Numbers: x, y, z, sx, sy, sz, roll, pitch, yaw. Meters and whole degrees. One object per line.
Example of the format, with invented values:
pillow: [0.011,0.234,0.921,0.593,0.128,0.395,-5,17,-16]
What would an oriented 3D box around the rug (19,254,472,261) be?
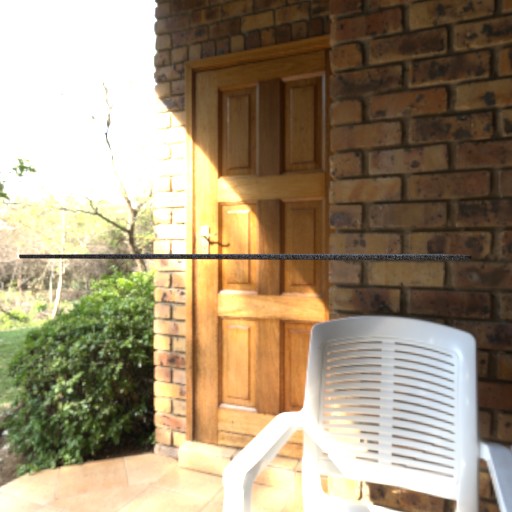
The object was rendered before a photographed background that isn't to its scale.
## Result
rug: [0.000,0.000,3.352,2.699,0.026,1.802,0,0,17]
